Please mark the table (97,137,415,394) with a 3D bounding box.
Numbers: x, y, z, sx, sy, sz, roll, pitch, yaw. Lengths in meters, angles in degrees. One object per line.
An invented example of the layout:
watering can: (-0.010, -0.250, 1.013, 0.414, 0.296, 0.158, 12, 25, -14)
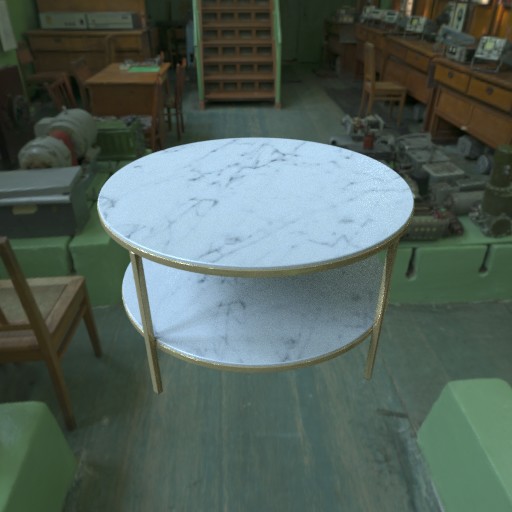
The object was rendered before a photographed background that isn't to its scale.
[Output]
table: (0.000, 0.000, 1.282, 0.800, 0.450, 0.800, 0, 32, 0)
